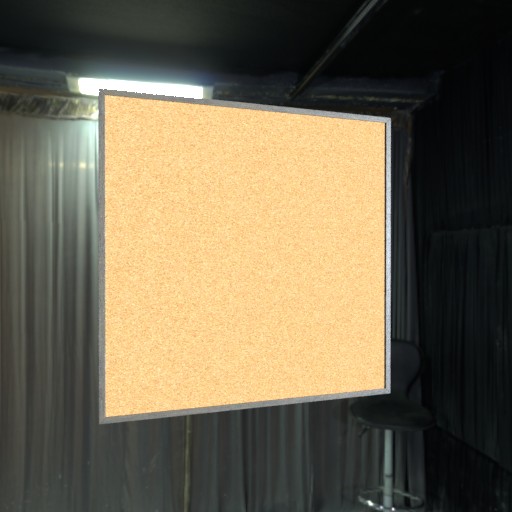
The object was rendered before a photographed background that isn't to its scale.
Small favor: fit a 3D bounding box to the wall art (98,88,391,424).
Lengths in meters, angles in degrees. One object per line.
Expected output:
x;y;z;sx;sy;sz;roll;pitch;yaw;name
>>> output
0.000;0.000;0.760;0.507;0.507;0.037;0;0;-17;wall art
